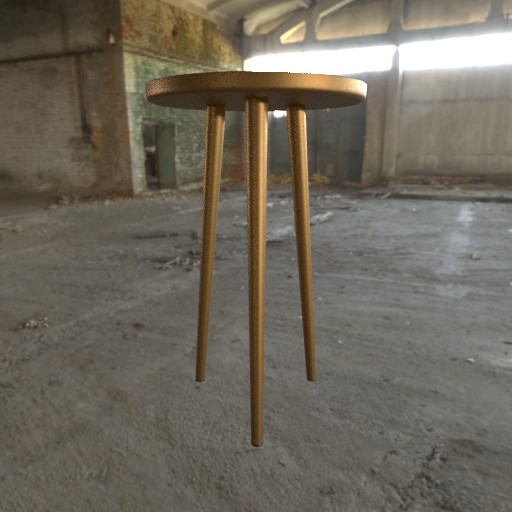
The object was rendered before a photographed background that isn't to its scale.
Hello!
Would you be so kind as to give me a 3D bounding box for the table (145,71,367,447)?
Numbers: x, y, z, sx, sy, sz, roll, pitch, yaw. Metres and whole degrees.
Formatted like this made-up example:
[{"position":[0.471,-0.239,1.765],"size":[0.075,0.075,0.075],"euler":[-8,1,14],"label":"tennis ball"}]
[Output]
[{"position":[0.000,0.000,0.673],"size":[0.299,0.480,0.299],"euler":[7,16,26],"label":"table"}]
